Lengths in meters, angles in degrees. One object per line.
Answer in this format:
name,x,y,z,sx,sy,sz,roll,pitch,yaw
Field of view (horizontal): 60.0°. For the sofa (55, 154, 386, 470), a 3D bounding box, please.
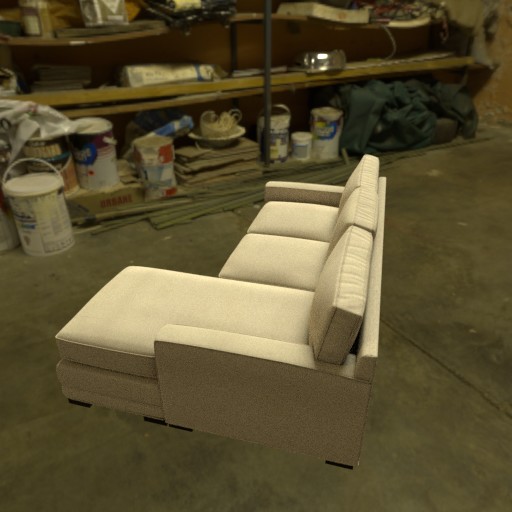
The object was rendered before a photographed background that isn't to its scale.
sofa,0.000,0.000,2.792,1.496,0.861,2.087,8,30,13
